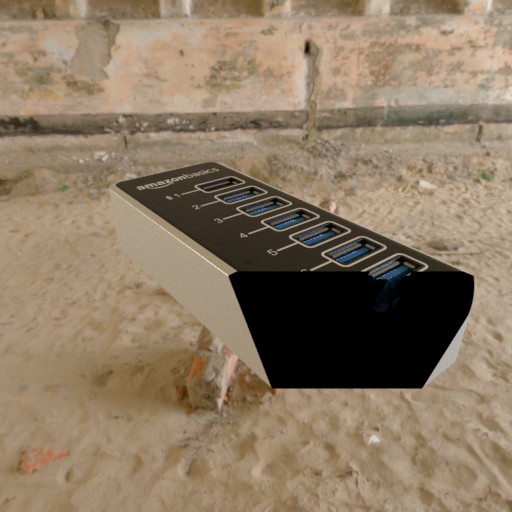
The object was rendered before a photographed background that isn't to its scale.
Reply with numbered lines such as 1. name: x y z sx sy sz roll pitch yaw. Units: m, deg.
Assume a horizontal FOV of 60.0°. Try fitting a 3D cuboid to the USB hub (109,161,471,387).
1. USB hub: 0.000 0.000 0.129 0.044 0.023 0.110 -21 36 -32
